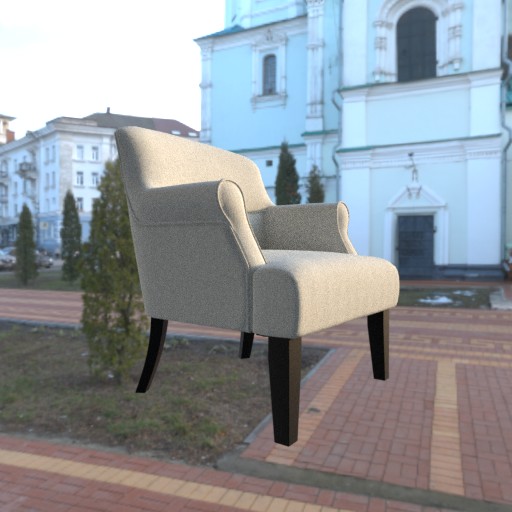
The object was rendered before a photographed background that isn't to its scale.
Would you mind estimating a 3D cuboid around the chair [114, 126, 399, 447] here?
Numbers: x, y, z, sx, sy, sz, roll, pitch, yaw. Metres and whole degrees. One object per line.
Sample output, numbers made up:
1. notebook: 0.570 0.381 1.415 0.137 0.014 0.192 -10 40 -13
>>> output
1. chair: 0.000 0.000 1.500 0.750 0.875 0.781 1 1 36
